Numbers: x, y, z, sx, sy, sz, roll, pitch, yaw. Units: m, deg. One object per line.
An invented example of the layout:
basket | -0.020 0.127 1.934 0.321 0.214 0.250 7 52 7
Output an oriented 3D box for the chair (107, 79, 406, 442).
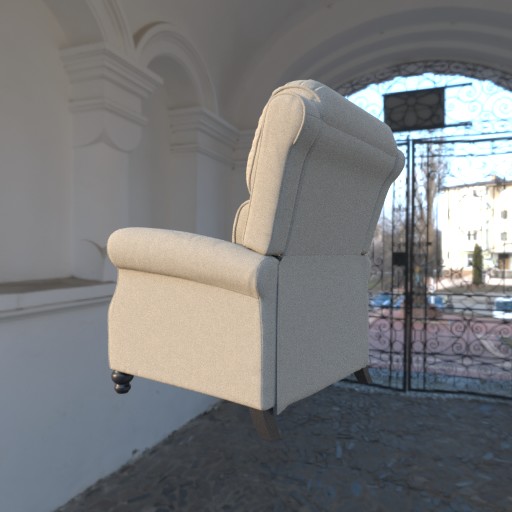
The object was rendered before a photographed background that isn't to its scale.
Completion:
chair | 0.000 0.000 1.736 0.919 1.046 0.859 0 1 37
